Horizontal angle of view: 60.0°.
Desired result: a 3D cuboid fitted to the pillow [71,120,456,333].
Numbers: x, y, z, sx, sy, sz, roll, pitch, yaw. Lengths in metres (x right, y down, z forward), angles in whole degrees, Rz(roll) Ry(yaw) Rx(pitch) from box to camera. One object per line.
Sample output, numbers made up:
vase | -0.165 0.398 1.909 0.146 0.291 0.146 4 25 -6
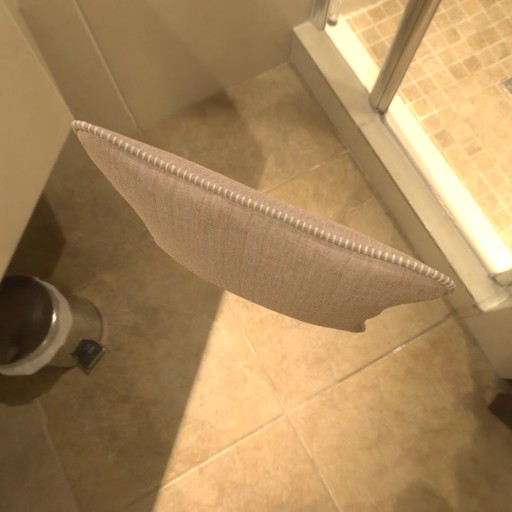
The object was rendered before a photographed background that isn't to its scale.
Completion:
pillow | 0.000 0.000 0.723 0.485 0.494 0.124 24 76 6
